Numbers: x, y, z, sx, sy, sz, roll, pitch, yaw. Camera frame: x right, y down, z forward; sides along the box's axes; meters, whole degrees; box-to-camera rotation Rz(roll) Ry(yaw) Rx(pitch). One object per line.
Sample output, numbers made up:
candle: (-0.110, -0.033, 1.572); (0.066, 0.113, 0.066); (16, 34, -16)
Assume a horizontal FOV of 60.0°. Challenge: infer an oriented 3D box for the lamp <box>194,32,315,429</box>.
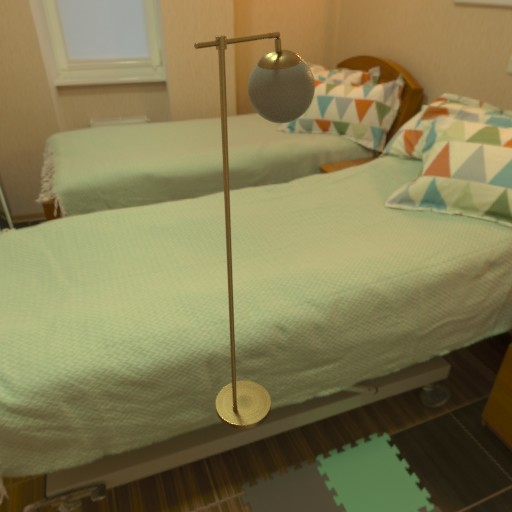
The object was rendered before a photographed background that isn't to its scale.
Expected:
lamp: (0.000, 0.000, 1.658); (0.249, 1.505, 0.476); (23, 39, 32)
